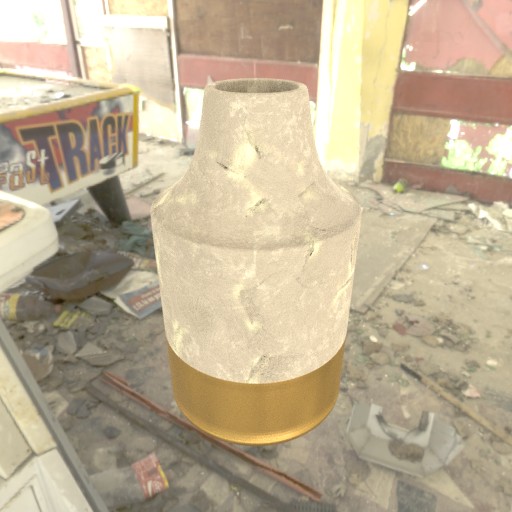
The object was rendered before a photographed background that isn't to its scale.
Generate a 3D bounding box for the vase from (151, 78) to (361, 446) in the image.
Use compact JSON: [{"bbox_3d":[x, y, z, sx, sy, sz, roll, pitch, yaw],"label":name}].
[{"bbox_3d":[0.000,0.000,0.419,0.184,0.305,0.184,0,30,0],"label":"vase"}]
